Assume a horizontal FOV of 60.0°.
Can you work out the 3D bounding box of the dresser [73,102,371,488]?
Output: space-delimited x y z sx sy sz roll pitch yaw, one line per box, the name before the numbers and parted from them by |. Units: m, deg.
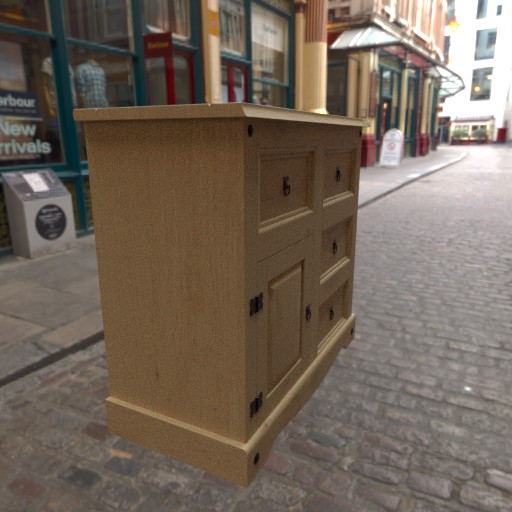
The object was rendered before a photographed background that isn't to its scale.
dresser | 0.000 0.000 1.383 0.440 0.835 0.915 8 17 27
